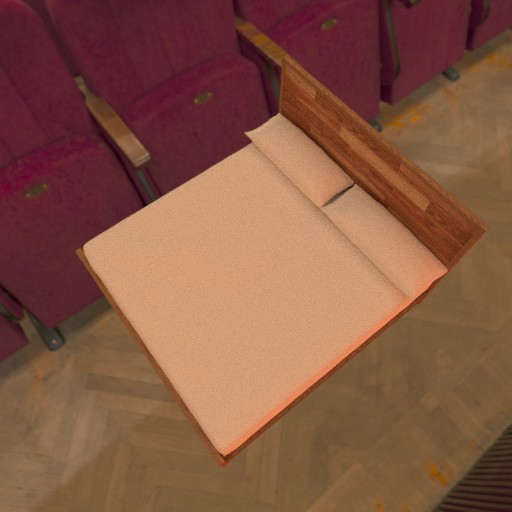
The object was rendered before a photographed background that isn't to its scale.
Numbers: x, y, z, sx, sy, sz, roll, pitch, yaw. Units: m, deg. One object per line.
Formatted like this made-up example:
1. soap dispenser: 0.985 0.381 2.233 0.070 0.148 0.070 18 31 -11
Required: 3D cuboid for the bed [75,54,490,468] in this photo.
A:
1. bed: 0.000 0.000 3.430 2.184 1.295 2.013 -35 68 -16
